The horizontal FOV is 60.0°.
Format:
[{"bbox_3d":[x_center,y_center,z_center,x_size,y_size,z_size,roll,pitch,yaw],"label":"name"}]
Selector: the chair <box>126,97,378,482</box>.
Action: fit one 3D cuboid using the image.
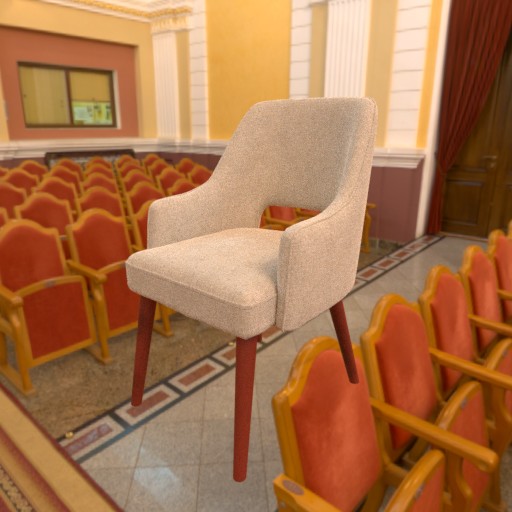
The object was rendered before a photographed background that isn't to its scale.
[{"bbox_3d":[0.000,0.000,1.231,0.548,0.849,0.605,15,22,40],"label":"chair"}]
